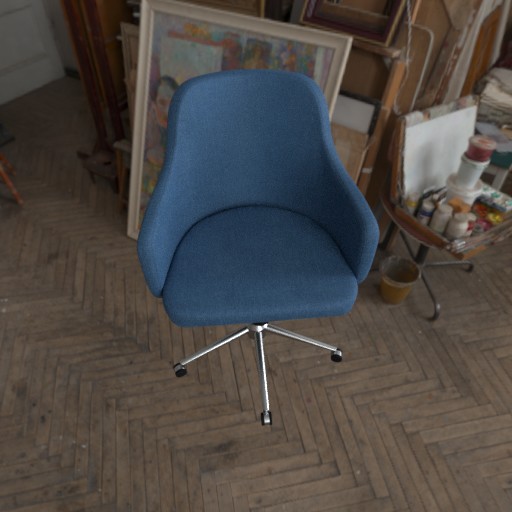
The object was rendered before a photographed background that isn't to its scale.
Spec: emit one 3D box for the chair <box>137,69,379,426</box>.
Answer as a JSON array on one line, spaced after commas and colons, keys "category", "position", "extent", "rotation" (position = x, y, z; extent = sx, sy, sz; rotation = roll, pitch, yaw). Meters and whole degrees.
[{"category": "chair", "position": [0.000, 0.000, 1.280], "extent": [0.599, 0.820, 0.655], "rotation": [-4, 46, -4]}]
